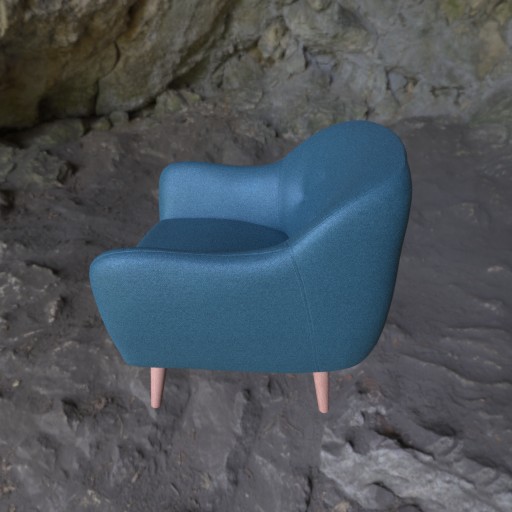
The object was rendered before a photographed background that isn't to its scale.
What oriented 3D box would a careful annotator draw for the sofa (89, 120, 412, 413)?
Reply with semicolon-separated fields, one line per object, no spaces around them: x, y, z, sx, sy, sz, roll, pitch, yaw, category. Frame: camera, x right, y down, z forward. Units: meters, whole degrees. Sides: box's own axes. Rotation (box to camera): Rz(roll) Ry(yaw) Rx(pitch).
0.000;0.000;1.480;0.825;0.817;0.836;1;28;2;sofa
